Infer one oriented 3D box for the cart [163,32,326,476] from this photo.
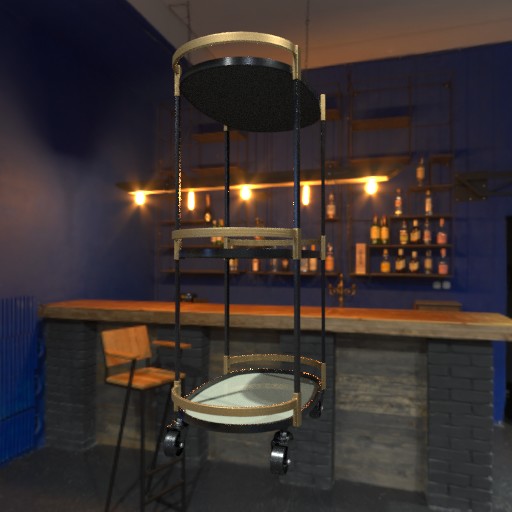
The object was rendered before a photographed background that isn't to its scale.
[{"bbox_3d":[0.000,0.000,1.124,0.311,0.885,0.515,0,-1,19],"label":"cart"}]
